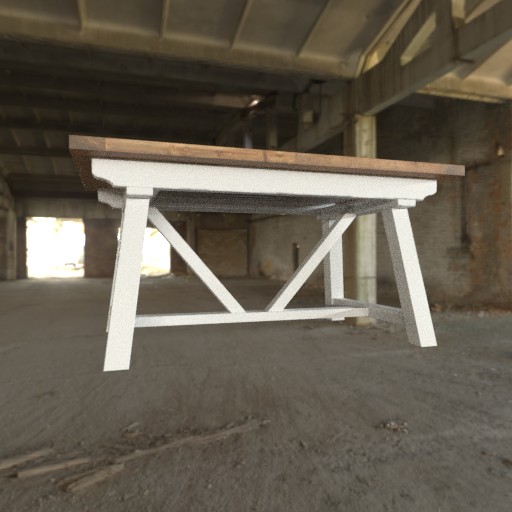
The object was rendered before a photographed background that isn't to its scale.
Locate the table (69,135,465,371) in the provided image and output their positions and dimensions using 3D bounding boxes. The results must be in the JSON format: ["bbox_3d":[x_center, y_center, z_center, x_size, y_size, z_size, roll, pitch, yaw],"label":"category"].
[{"bbox_3d":[0.000,0.000,2.027,1.503,0.743,0.922,0,0,-18],"label":"table"}]
